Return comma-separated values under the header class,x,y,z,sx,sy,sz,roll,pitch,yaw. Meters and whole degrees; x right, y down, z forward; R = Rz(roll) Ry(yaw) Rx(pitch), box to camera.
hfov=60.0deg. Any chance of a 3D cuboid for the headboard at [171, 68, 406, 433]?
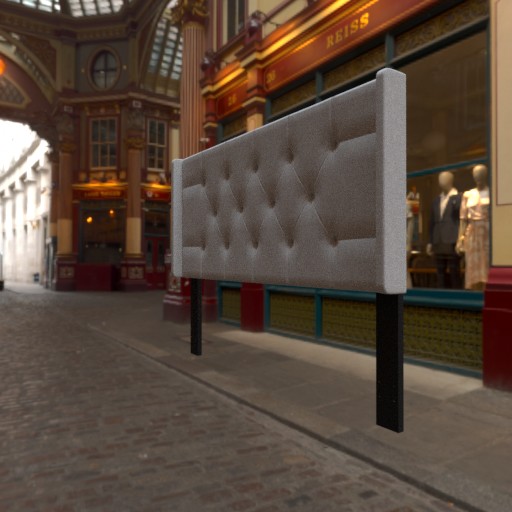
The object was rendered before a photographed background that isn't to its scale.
class,x,y,z,sx,sy,sz,roll,pitch,yaw
headboard,0.000,0.000,2.667,0.184,1.524,2.051,0,0,-35
